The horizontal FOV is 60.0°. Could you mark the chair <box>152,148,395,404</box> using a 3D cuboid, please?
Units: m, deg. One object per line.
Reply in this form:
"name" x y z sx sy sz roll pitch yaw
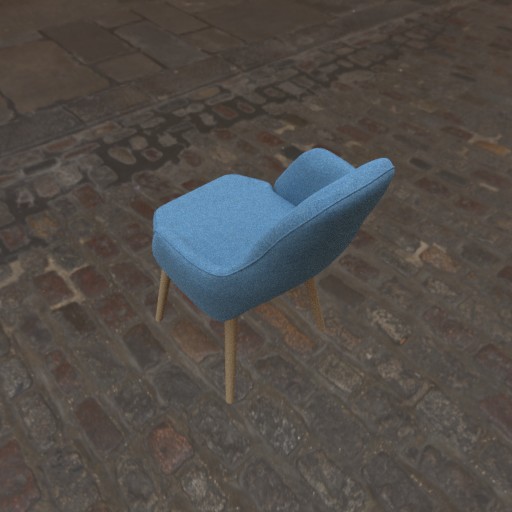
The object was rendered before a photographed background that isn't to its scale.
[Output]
"chair" 0.000 0.000 1.346 0.589 0.920 0.666 -32 54 -27
